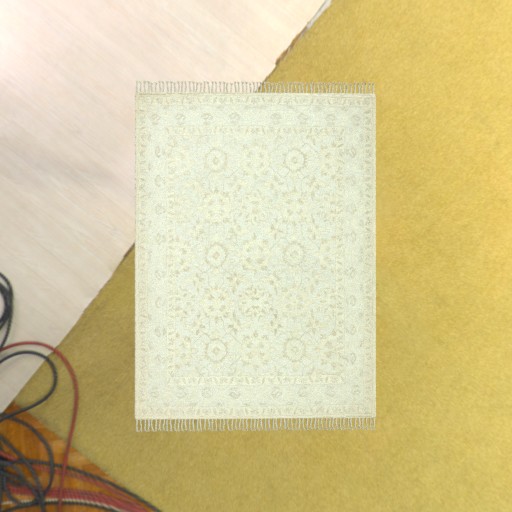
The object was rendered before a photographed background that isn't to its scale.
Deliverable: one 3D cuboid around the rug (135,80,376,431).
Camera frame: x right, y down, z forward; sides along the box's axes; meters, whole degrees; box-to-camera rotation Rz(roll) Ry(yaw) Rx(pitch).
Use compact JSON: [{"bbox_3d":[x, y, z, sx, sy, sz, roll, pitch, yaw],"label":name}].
[{"bbox_3d":[0.000,0.000,2.254,1.223,0.015,1.771,0,90,-1],"label":"rug"}]
